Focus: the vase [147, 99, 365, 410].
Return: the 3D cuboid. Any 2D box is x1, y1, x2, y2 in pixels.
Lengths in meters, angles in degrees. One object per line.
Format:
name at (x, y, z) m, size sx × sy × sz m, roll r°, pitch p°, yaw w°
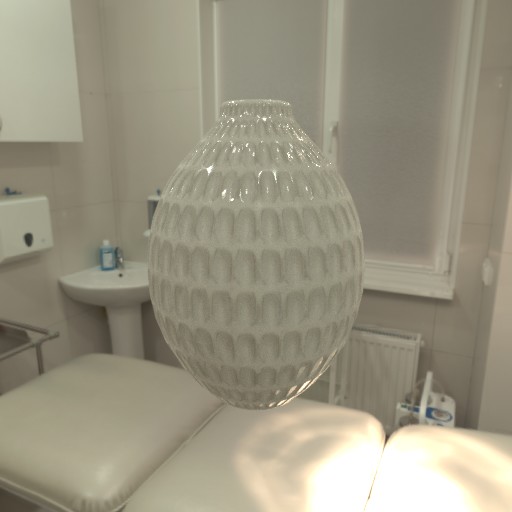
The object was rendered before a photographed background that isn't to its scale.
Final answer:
vase at (0.000, 0.000, 0.339) m, size 0.162 × 0.223 × 0.162 m, roll 0°, pitch 14°, yaw 0°
